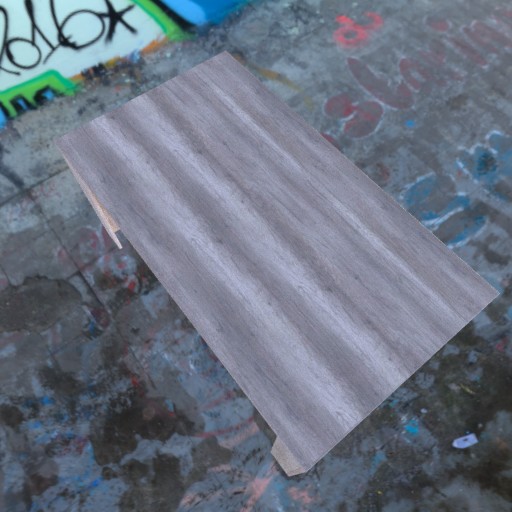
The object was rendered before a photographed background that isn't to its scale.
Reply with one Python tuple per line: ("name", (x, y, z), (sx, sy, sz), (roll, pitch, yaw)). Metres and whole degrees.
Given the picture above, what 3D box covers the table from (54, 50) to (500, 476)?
("table", (0.000, 0.000, 2.048), (0.900, 0.775, 1.600), (-35, 68, -17))
